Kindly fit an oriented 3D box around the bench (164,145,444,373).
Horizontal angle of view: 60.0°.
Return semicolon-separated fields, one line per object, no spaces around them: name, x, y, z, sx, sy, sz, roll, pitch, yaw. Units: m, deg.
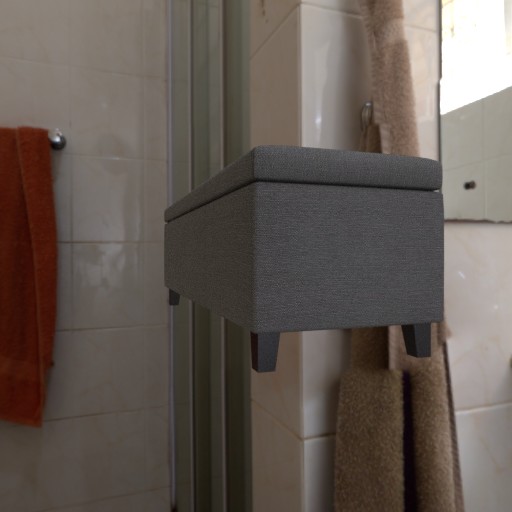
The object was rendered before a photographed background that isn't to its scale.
bench;0.000;0.000;1.469;0.446;0.438;1.269;0;0;-19
